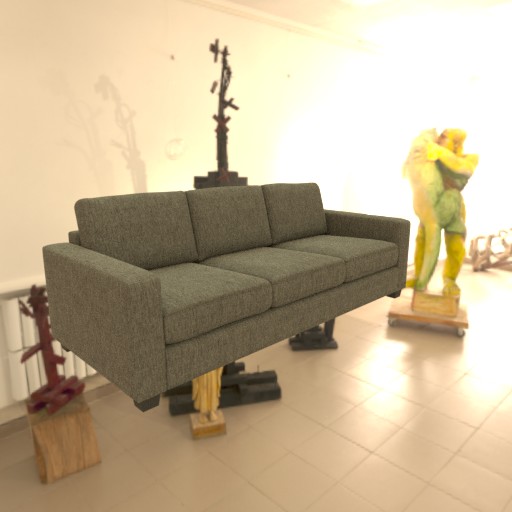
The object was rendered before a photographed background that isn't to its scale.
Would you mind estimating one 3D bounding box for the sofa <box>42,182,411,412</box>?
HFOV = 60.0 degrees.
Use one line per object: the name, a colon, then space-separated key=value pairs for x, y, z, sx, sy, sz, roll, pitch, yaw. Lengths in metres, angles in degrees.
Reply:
sofa: x=0.000 y=0.000 z=2.676 sx=2.160 sy=0.800 sz=0.900 roll=-13 pitch=18 yaw=-43
